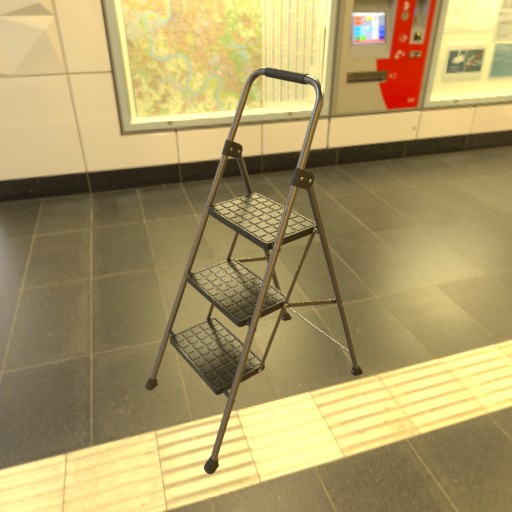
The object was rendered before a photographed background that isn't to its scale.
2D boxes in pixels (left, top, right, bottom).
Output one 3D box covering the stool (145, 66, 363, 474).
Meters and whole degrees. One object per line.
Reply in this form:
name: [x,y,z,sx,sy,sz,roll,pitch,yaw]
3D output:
stool: [0.000,0.000,1.458,0.733,1.121,0.473,-21,37,-31]
